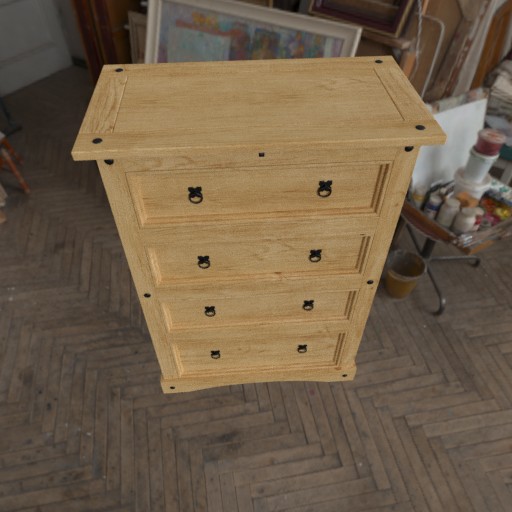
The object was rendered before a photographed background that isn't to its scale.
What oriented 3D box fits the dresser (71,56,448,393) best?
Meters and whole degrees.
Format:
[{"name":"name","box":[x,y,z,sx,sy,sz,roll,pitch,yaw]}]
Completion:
[{"name":"dresser","box":[0.000,0.000,1.705,0.915,1.300,0.485,-3,47,-3]}]
